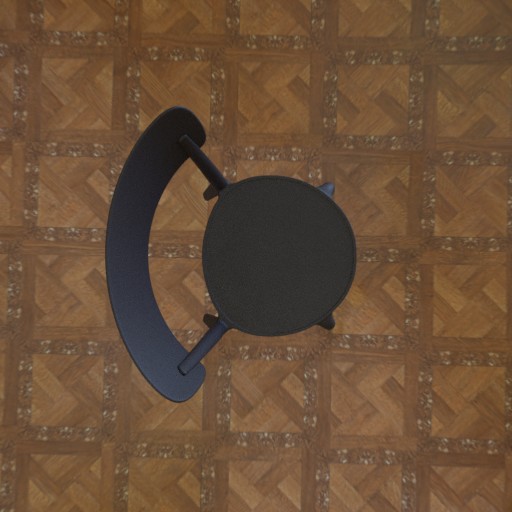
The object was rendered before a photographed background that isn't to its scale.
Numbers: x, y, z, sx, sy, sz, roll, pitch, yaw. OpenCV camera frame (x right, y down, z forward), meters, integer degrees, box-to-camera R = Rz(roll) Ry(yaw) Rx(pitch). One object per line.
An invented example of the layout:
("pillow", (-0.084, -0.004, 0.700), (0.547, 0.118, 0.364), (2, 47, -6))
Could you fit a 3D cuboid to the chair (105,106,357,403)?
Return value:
("chair", (0.000, 0.000, 1.130), (0.491, 0.790, 0.506), (0, 89, 1))
